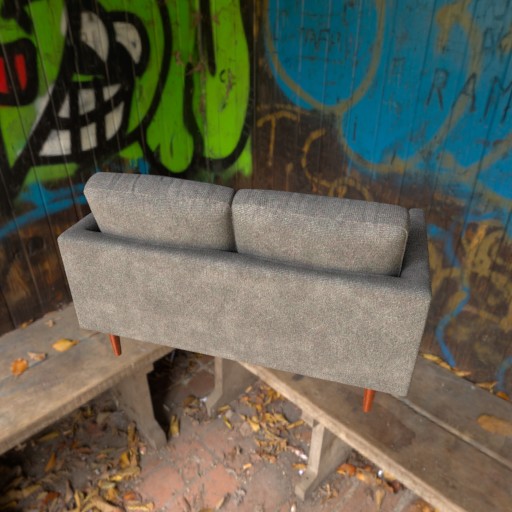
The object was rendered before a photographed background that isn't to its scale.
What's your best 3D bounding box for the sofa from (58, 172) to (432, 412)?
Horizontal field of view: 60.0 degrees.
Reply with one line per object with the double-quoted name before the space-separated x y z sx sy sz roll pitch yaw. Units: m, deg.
"sofa" 0.000 0.000 2.205 1.582 0.956 0.903 9 32 14
